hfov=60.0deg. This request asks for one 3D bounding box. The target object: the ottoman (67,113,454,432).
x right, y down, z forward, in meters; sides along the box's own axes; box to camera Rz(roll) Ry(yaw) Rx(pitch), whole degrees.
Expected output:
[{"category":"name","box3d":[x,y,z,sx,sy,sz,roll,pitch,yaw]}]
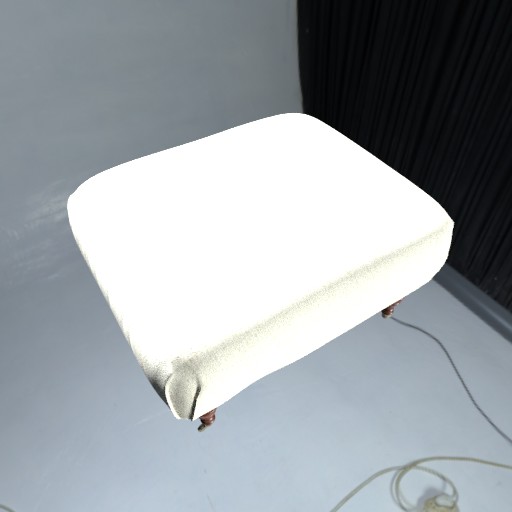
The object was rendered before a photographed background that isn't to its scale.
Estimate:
[{"category":"ottoman","box3d":[0.000,0.000,1.122,0.747,0.450,0.622,-25,51,-22]}]
